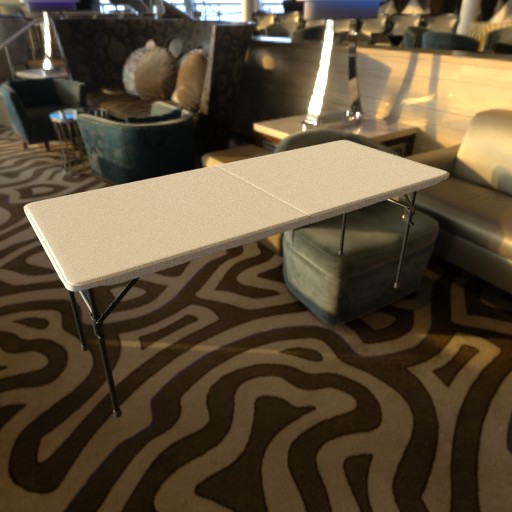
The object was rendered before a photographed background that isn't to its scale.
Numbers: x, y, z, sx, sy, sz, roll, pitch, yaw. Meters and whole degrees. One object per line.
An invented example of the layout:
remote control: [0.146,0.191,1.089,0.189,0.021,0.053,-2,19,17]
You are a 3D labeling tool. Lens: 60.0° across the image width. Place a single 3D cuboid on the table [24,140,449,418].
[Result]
table: [0.000,0.000,2.182,1.829,0.719,0.761,-18,34,-29]
